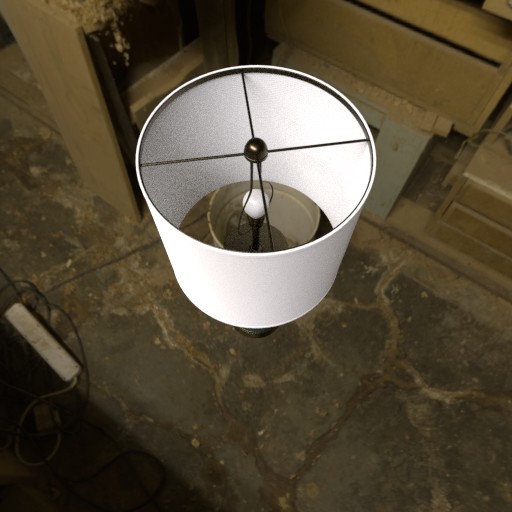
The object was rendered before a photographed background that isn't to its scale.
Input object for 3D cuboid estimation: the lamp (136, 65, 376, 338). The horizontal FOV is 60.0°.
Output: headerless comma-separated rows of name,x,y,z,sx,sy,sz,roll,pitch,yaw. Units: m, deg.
lamp,0.000,0.000,0.827,0.301,0.630,0.301,34,68,16
